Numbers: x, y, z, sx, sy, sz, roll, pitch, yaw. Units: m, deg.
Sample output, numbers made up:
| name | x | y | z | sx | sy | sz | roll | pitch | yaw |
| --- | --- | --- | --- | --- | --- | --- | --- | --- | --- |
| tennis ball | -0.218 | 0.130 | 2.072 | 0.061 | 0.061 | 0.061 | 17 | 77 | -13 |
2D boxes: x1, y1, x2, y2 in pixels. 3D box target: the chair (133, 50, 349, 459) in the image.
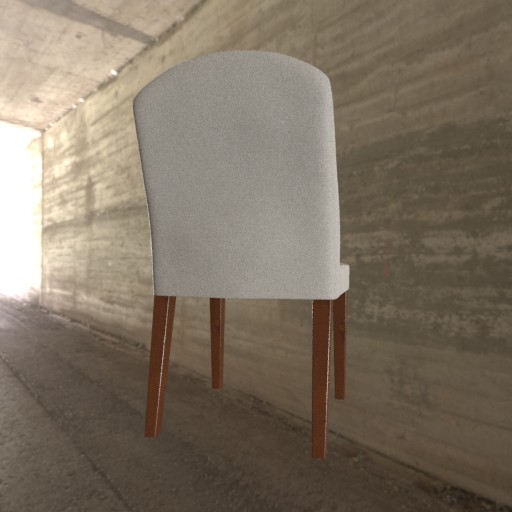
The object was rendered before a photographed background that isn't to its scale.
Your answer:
| name | x | y | z | sx | sy | sz | roll | pitch | yaw |
| --- | --- | --- | --- | --- | --- | --- | --- | --- | --- |
| chair | 0.000 | 0.000 | 1.221 | 0.472 | 0.893 | 0.540 | 0 | -1 | 16 |
